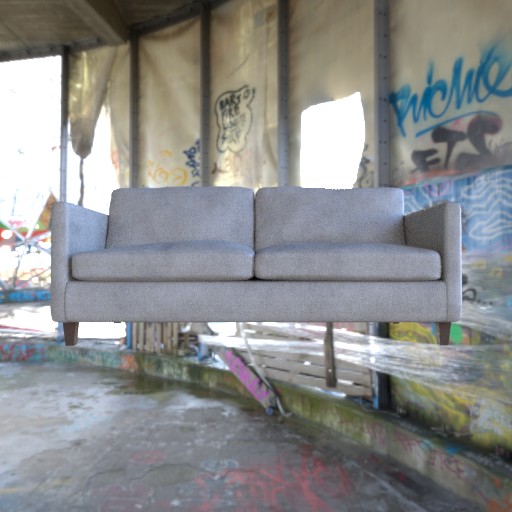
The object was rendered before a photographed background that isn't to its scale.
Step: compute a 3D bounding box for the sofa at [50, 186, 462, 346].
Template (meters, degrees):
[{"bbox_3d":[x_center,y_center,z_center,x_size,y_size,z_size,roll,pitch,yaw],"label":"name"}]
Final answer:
[{"bbox_3d":[0.000,0.000,2.792,2.208,0.965,0.951,0,-1,0],"label":"sofa"}]
